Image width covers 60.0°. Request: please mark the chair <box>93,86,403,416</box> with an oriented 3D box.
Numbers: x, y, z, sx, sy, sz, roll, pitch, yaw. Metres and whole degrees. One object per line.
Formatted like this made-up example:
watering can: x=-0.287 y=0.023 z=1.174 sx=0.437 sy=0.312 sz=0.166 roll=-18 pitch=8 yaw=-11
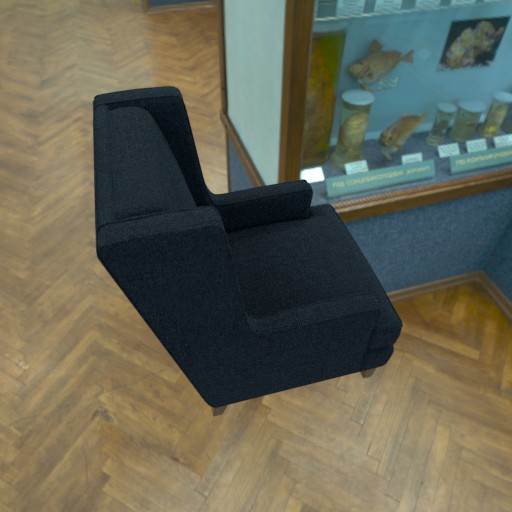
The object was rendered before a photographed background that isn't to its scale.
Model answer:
chair: x=0.000 y=0.000 z=1.702 sx=0.947 sy=1.072 sz=0.764 roll=-11 pitch=47 yaw=-10
